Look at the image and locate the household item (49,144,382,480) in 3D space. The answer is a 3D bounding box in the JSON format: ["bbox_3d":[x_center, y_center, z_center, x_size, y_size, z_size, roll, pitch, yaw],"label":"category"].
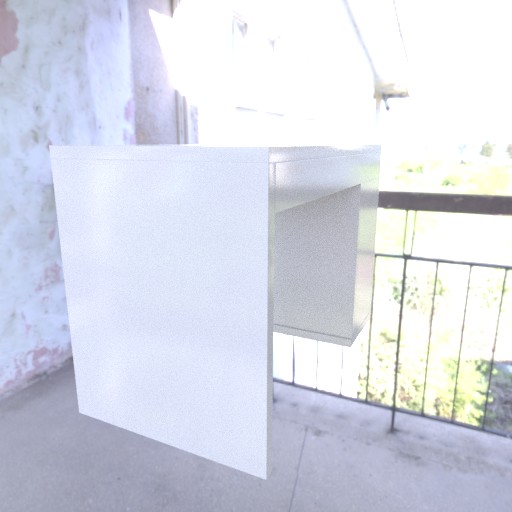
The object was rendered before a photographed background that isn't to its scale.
[{"bbox_3d":[0.000,0.000,1.536,0.597,0.749,1.100,7,16,25],"label":"household item"}]
